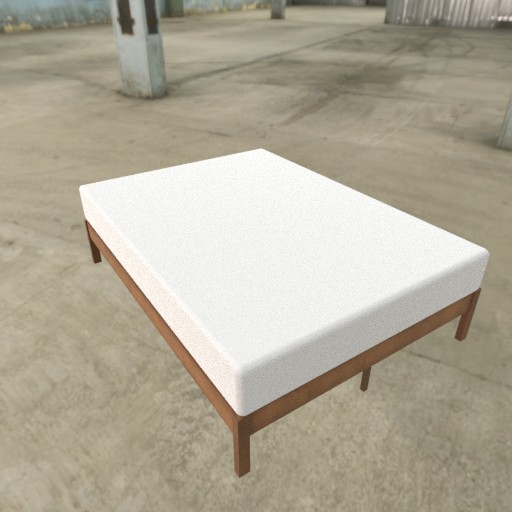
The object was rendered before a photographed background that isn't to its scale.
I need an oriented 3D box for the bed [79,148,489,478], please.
[{"bbox_3d":[0.000,0.000,2.751,1.529,0.593,2.050,-19,36,-29],"label":"bed"}]
